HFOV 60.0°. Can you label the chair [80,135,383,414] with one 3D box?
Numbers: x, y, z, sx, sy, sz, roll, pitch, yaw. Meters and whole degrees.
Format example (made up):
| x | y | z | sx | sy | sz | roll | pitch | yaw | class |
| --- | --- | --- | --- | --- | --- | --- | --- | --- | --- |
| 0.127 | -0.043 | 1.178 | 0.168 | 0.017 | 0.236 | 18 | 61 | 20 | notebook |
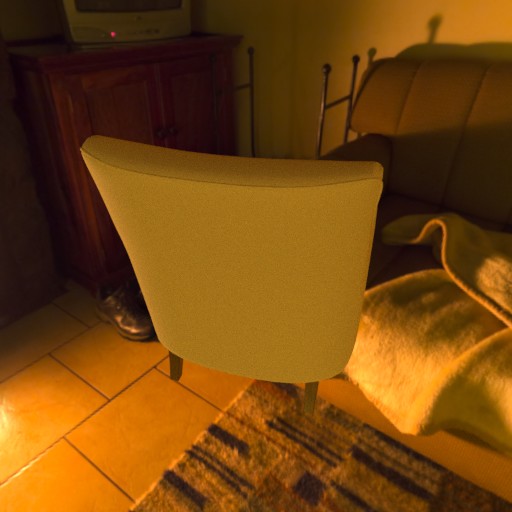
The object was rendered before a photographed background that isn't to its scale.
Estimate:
| x | y | z | sx | sy | sz | roll | pitch | yaw | class |
| --- | --- | --- | --- | --- | --- | --- | --- | --- | --- |
| 0.000 | 0.000 | 1.512 | 0.756 | 0.916 | 0.879 | 9 | 32 | 14 | chair |
